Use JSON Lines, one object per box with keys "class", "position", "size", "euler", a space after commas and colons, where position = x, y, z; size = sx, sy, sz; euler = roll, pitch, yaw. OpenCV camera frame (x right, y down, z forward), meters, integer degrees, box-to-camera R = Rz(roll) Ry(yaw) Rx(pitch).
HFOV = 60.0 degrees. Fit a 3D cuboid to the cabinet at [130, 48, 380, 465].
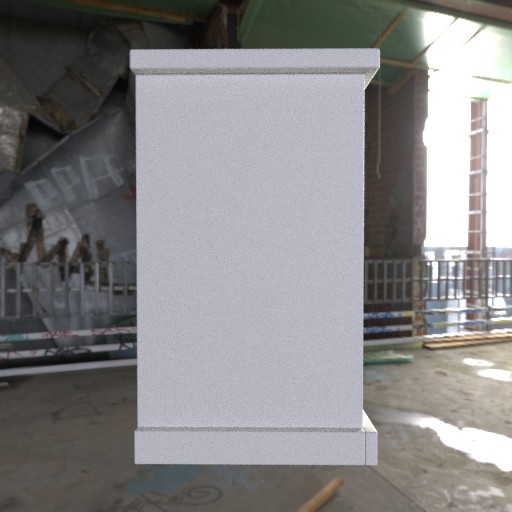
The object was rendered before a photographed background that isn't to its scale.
{"class": "cabinet", "position": [0.000, 0.000, 1.027], "size": [0.431, 0.723, 0.520], "euler": [0, 1, 1]}
